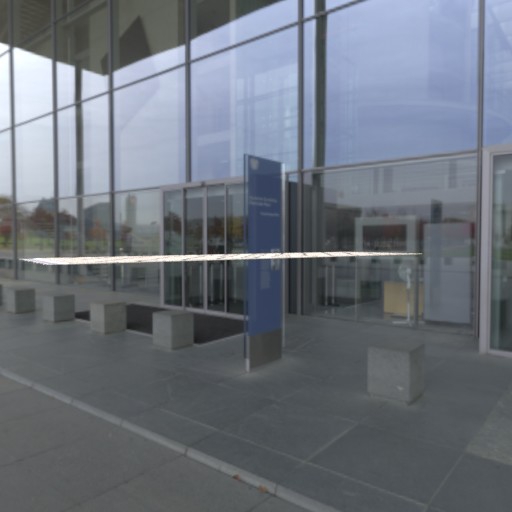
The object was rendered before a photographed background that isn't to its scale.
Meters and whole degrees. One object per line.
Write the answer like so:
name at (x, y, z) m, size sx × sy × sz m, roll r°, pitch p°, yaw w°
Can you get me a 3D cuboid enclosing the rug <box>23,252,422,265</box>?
rug at (0.000, 0.000, 2.685) m, size 2.464 × 0.005 × 0.660 m, roll -1°, pitch 2°, yaw -36°
